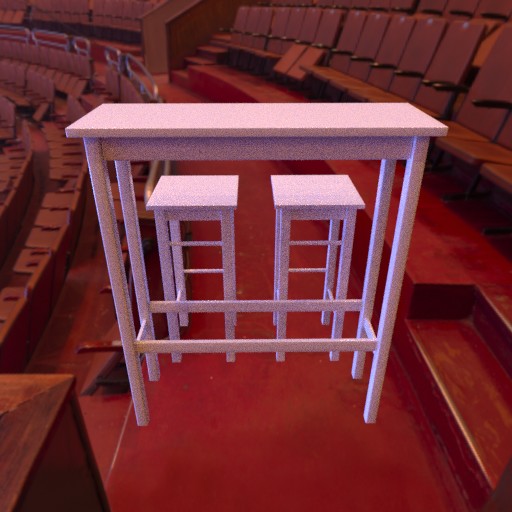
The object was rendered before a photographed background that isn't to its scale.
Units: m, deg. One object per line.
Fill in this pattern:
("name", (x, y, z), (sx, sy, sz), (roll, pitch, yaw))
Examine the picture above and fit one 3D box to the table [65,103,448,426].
("table", (0.000, 0.000, 1.600), (0.915, 1.065, 0.650), (0, 29, -1))
